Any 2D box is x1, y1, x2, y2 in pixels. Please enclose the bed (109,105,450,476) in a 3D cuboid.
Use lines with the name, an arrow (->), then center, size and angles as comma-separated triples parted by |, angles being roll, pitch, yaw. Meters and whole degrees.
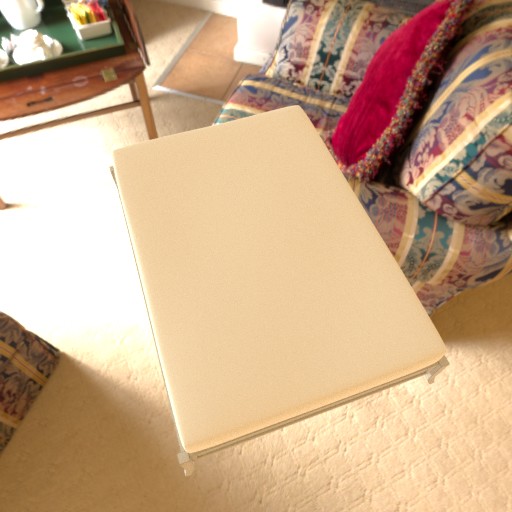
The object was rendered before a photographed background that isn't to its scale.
bed -> 0.000, 0.000, 2.684 | 1.460, 0.510, 1.985 | -17, 59, -10
